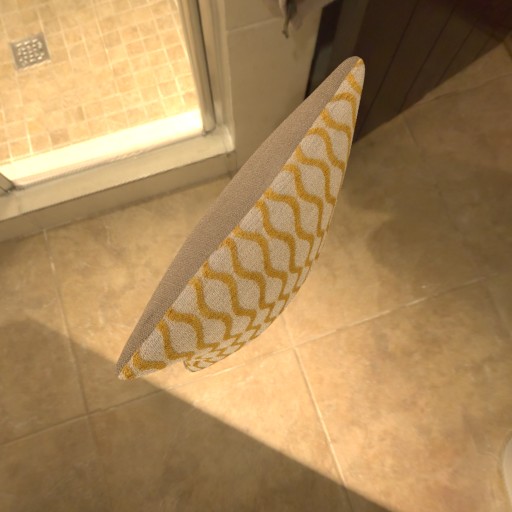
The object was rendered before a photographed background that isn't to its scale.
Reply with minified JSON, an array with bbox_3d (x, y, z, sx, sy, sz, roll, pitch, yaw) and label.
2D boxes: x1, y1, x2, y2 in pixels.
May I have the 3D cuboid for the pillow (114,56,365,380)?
[{"bbox_3d":[0.000,0.000,0.661,0.159,0.436,0.429,33,78,8],"label":"pillow"}]
